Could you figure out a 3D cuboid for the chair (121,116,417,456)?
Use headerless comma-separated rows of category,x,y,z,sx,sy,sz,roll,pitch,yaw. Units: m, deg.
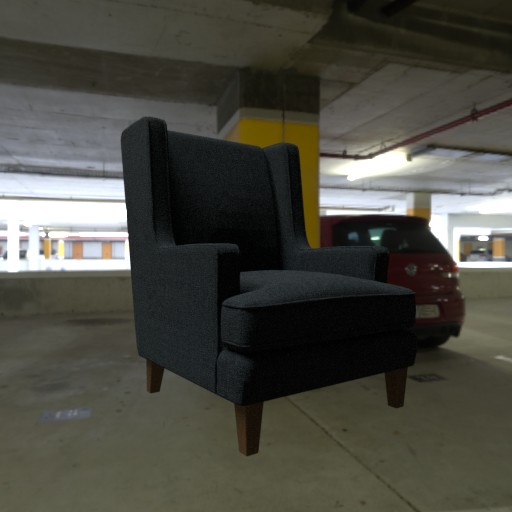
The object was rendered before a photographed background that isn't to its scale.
chair,0.000,0.000,1.731,0.764,1.072,0.947,0,0,-36
